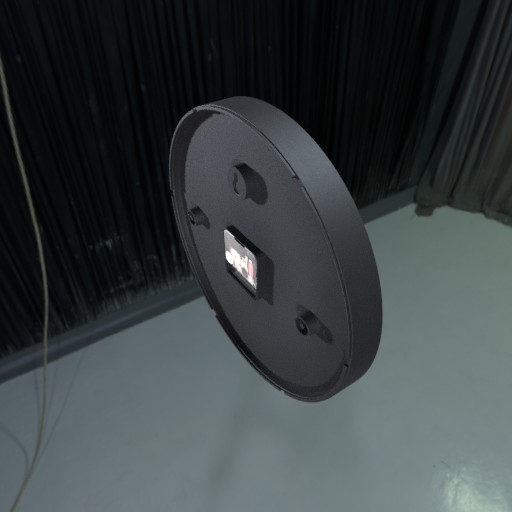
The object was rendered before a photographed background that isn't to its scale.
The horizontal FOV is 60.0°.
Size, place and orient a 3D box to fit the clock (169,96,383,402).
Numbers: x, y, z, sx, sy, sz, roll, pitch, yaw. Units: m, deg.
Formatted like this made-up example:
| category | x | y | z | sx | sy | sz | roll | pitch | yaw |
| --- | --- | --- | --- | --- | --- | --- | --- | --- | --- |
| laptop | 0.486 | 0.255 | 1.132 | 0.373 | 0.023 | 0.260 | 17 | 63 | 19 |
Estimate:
| category | x | y | z | sx | sy | sz | roll | pitch | yaw |
| --- | --- | --- | --- | --- | --- | --- | --- | --- | --- |
| clock | 0.000 | 0.000 | 0.432 | 0.040 | 0.293 | 0.293 | -24 | 46 | -26 |
